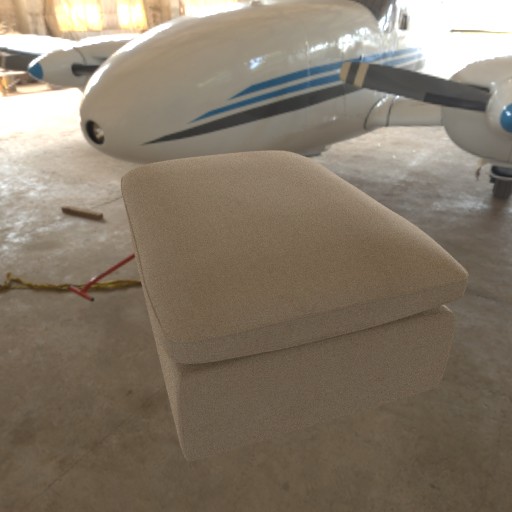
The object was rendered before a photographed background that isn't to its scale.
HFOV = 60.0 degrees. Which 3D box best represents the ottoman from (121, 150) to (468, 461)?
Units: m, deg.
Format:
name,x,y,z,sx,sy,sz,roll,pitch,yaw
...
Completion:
name,x,y,z,sx,sy,sz,roll,pitch,yaw
ottoman,0.000,0.000,1.314,0.686,0.453,0.984,-10,30,-17
